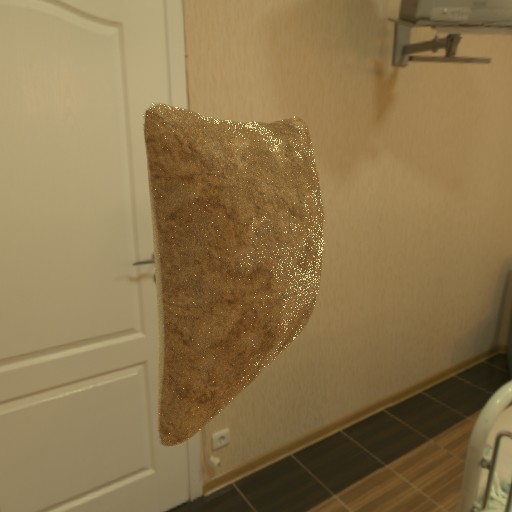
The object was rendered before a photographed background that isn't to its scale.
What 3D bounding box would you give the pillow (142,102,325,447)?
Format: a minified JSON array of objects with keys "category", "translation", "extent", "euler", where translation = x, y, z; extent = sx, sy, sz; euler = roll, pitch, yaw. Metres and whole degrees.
[{"category":"pillow","translation":[0.000,0.000,0.840],"extent":[0.216,0.525,0.538],"euler":[8,17,27]}]
